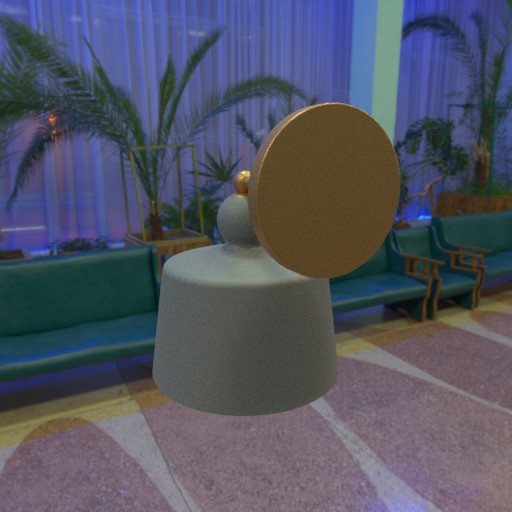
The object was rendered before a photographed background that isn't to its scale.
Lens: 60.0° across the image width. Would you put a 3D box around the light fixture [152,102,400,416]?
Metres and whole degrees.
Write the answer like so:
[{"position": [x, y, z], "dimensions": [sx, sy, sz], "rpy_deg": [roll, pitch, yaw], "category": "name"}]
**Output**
[{"position": [0.000, 0.000, 0.444], "dimensions": [0.204, 0.268, 0.254], "rpy_deg": [-6, 14, -26], "category": "light fixture"}]
